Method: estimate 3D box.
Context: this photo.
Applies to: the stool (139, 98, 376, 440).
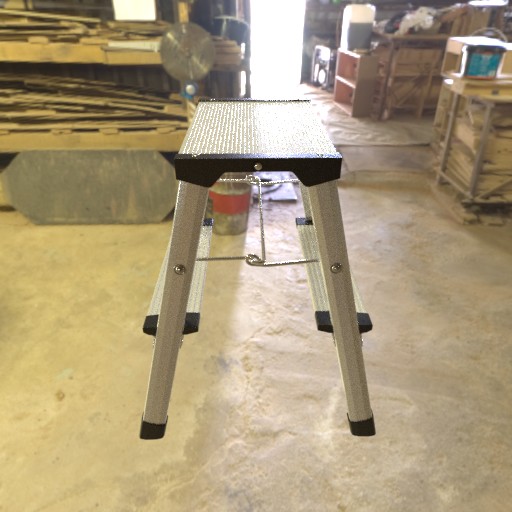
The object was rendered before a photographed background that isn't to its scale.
[{"bbox_3d":[0.000,0.000,0.799,0.405,0.480,0.404,-1,32,-1],"label":"stool"}]
